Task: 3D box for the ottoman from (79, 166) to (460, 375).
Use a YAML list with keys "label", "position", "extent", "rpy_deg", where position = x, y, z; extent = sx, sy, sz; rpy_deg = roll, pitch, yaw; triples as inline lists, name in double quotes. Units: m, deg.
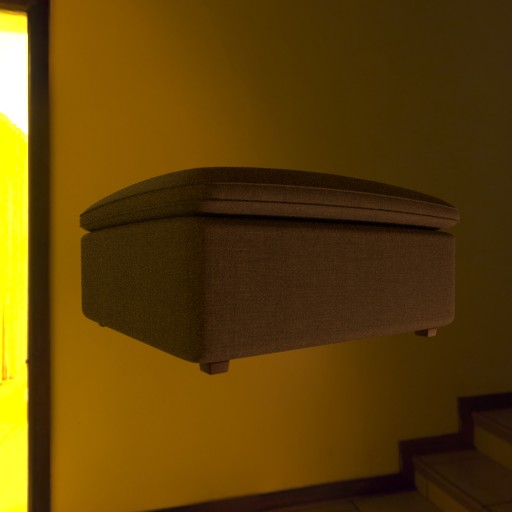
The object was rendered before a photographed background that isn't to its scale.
- label: "ottoman"
  position: [0.000, 0.000, 1.684]
  extent: [1.067, 0.559, 1.067]
  rpy_deg: [0, 0, -35]
